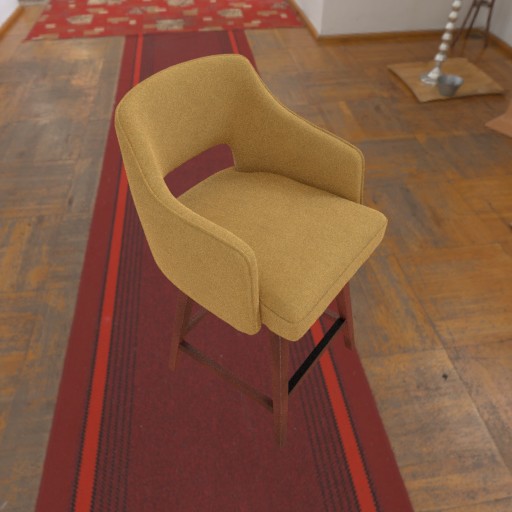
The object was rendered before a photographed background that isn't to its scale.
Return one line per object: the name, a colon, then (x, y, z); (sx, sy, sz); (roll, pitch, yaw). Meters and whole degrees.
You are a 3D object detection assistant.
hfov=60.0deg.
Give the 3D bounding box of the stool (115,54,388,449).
stool: (0.000, 0.000, 1.249); (0.558, 0.924, 0.548); (27, 49, 26)
